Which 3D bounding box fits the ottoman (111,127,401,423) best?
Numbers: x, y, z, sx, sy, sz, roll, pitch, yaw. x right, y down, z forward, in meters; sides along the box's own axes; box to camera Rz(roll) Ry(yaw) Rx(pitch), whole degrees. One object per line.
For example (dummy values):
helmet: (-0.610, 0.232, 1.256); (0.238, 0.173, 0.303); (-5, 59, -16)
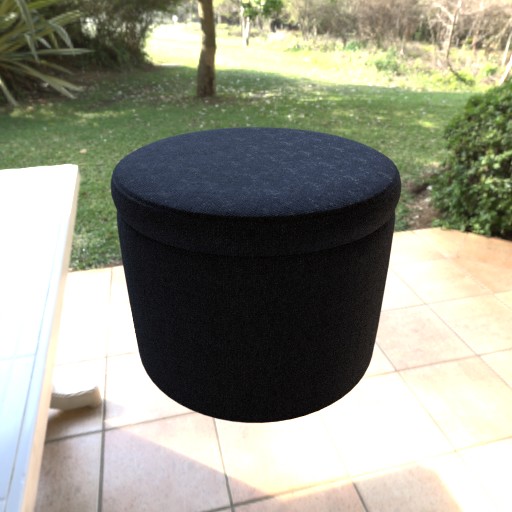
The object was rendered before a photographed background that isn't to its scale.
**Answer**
ottoman: (0.000, 0.000, 0.907); (0.520, 0.430, 0.520); (0, 30, 0)
